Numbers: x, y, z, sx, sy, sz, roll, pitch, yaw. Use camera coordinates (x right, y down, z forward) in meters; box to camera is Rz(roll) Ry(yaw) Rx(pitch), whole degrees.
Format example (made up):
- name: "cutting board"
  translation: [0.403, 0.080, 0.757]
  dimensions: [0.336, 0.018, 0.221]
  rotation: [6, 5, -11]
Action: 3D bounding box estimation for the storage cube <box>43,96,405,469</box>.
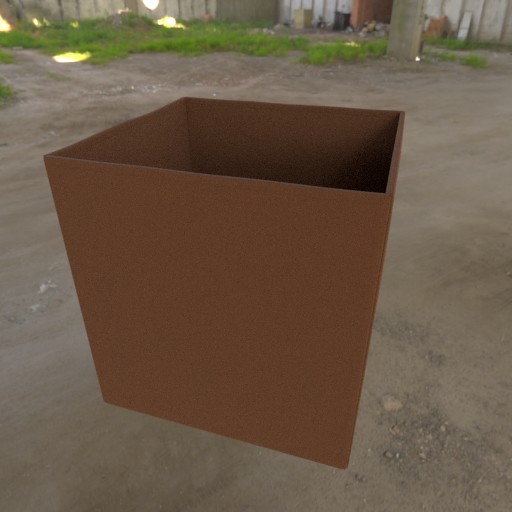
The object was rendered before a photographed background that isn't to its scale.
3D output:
- name: "storage cube"
  translation: [0.000, 0.000, 0.488]
  dimensions: [0.270, 0.280, 0.270]
  rotation: [9, 32, 15]
